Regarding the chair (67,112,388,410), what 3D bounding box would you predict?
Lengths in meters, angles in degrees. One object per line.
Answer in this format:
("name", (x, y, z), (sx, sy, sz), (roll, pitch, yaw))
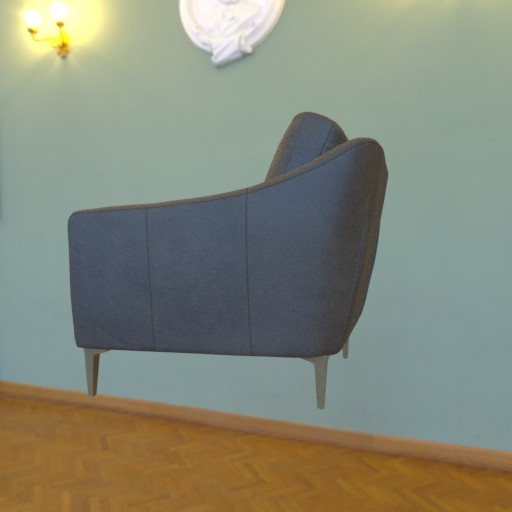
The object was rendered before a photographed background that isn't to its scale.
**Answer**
("chair", (0.000, 0.000, 1.709), (0.961, 0.901, 0.988), (1, 2, 18))
